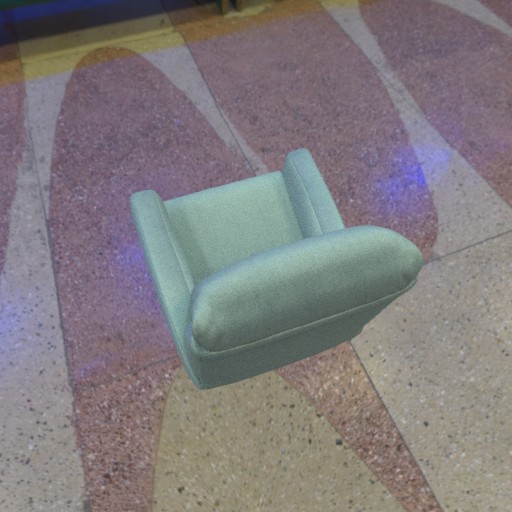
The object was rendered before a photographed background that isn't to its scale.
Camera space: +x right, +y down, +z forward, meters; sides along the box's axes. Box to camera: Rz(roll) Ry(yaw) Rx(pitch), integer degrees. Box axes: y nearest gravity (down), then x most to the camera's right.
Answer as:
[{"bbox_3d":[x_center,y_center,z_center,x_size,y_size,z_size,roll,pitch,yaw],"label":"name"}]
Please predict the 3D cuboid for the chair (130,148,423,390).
[{"bbox_3d":[0.000,0.000,1.662,0.812,1.013,0.940,-17,59,-11],"label":"chair"}]
